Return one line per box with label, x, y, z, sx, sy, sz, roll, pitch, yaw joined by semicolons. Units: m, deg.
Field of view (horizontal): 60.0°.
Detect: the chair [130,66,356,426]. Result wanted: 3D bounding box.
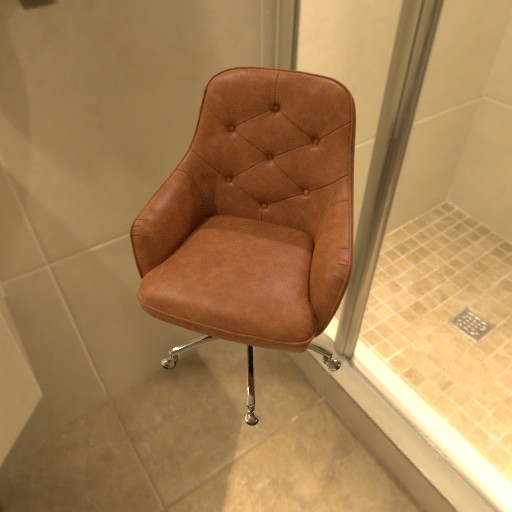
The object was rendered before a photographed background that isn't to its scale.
chair;0.000;0.000;1.340;0.628;0.909;0.615;12;44;13
